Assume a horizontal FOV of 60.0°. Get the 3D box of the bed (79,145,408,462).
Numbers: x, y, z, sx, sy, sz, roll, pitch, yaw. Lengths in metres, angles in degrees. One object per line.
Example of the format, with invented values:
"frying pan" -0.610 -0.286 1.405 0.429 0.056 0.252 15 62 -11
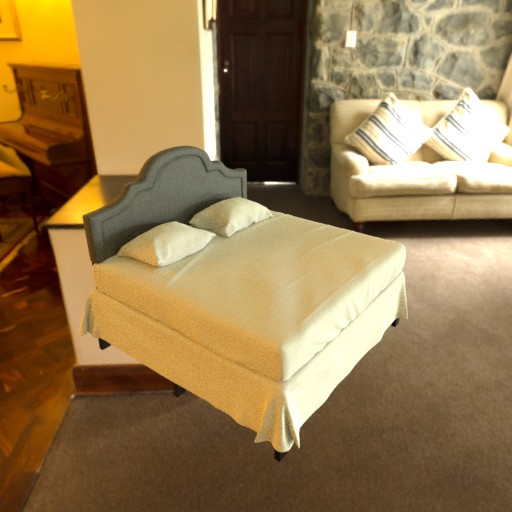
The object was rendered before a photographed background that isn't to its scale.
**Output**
"bed" 0.000 0.000 3.833 2.222 1.631 2.303 18 31 34
